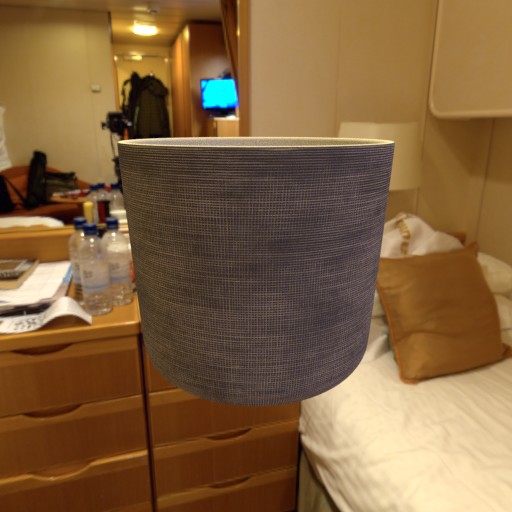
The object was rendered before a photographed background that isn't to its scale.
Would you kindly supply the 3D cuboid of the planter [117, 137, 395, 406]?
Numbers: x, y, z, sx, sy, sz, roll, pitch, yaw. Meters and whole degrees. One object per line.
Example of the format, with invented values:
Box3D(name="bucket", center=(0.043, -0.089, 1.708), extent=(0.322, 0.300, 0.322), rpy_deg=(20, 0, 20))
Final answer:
Box3D(name="planter", center=(0.000, 0.000, 0.789), extent=(0.440, 0.398, 0.440), rpy_deg=(0, 16, 0))
